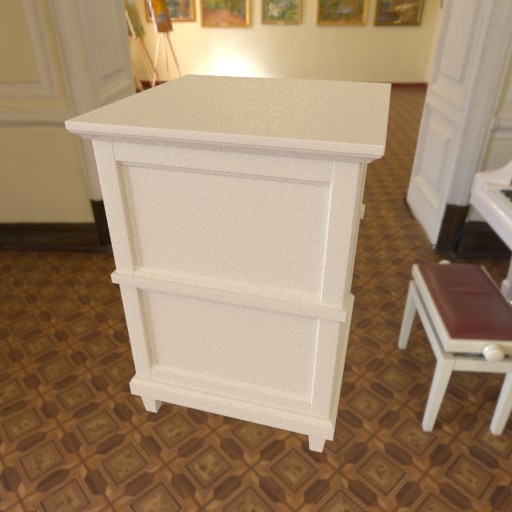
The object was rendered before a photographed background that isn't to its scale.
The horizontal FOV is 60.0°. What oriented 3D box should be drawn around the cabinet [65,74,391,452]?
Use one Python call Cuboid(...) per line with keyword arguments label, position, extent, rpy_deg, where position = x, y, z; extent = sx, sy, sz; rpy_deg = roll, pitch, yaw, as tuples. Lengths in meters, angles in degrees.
Cuboid(label="cabinet", position=(0.000, 0.000, 1.137), extent=(0.547, 0.775, 0.544), rpy_deg=(8, 32, 13))
